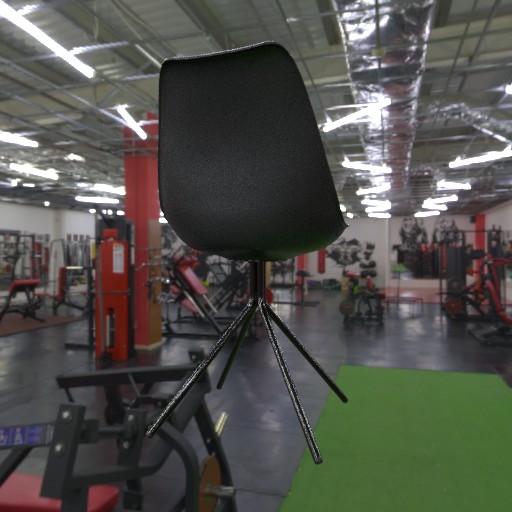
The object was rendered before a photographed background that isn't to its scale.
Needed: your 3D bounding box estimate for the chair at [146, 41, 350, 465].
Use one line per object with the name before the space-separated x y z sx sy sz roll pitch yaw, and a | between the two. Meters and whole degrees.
chair | 0.000 0.000 1.142 0.461 0.850 0.525 0 0 19
